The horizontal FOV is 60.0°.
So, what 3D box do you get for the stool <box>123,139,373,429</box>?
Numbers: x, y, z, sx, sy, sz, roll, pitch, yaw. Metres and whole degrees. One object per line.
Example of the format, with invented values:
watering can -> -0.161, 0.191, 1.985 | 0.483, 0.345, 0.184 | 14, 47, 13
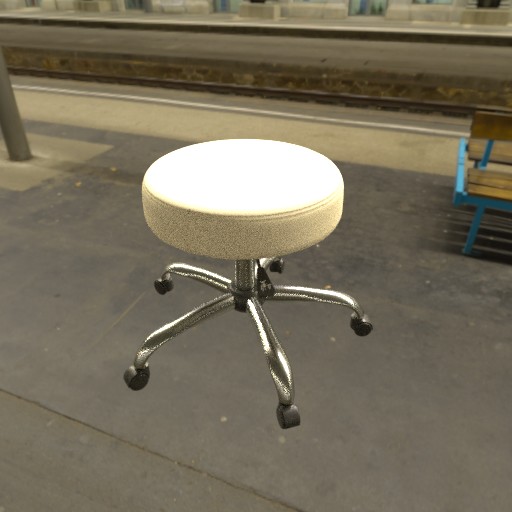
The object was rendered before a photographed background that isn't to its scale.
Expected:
stool -> 0.000, 0.000, 1.062 | 0.614, 0.482, 0.634 | 0, 32, 0
